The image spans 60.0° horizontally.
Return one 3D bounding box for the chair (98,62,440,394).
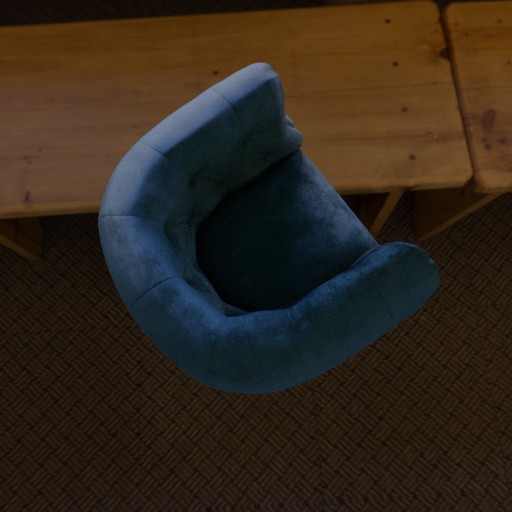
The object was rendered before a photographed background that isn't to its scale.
[{"bbox_3d":[0.000,0.000,1.595,0.851,0.826,0.904,-35,78,-8],"label":"chair"}]
